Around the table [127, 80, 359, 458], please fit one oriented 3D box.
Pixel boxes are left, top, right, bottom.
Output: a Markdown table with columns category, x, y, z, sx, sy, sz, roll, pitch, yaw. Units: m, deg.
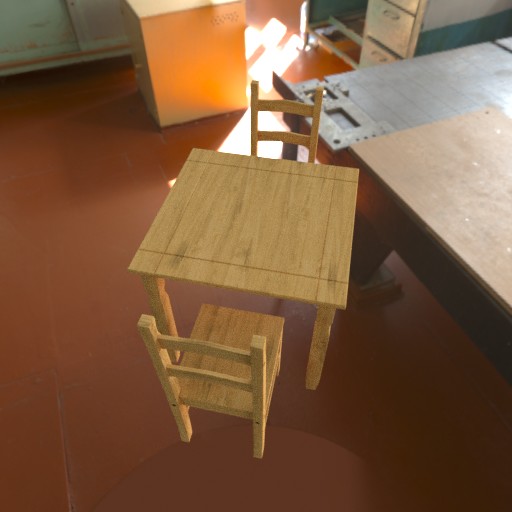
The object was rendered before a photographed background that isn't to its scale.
| category | x | y | z | sx | sy | sz | roll | pitch | yaw |
| --- | --- | --- | --- | --- | --- | --- | --- | --- | --- |
| table | 0.000 | 0.000 | 2.058 | 0.813 | 0.942 | 1.501 | 9 | 48 | 8 |
